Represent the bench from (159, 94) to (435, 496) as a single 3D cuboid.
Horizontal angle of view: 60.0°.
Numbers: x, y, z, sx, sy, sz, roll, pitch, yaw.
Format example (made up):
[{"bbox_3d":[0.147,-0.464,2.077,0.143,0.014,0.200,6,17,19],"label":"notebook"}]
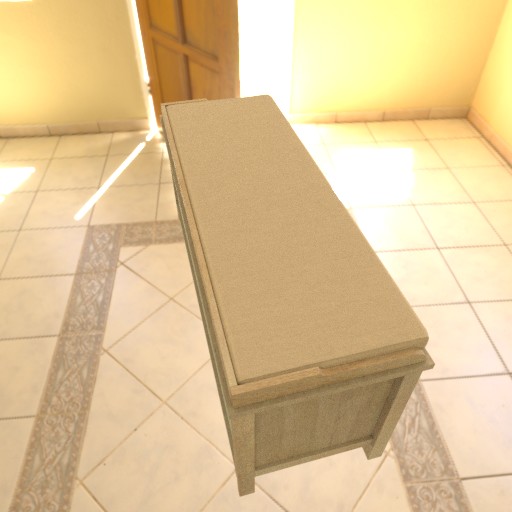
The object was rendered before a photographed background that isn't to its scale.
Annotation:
[{"bbox_3d":[0.000,0.000,1.335,0.398,0.501,1.140,-10,45,-11],"label":"bench"}]
